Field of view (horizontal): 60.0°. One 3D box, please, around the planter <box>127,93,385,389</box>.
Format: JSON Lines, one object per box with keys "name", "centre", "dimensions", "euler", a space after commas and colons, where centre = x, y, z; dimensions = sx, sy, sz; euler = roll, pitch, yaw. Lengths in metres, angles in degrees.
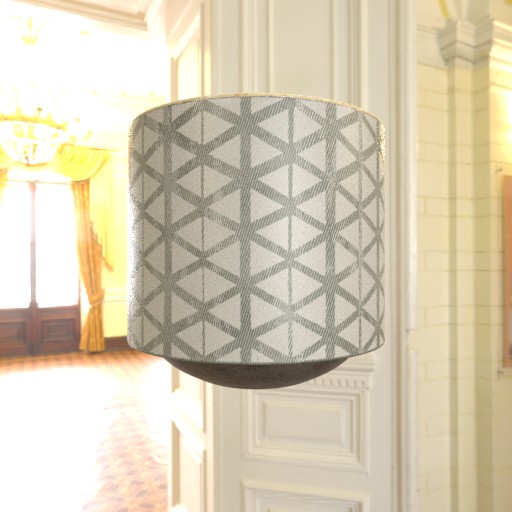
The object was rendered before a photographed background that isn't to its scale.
{"name": "planter", "centre": [0.000, 0.000, 0.448], "dimensions": [0.250, 0.239, 0.250], "euler": [0, 0, 0]}
